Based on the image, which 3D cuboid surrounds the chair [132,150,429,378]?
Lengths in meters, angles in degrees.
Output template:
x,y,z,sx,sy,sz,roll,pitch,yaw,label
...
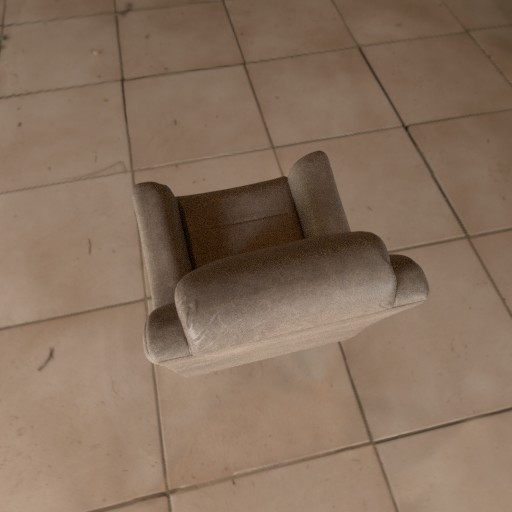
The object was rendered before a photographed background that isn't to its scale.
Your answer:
x,y,z,sx,sy,sz,roll,pitch,yaw,label
0.000,0.000,1.918,0.967,1.116,1.068,-12,59,-7,chair
